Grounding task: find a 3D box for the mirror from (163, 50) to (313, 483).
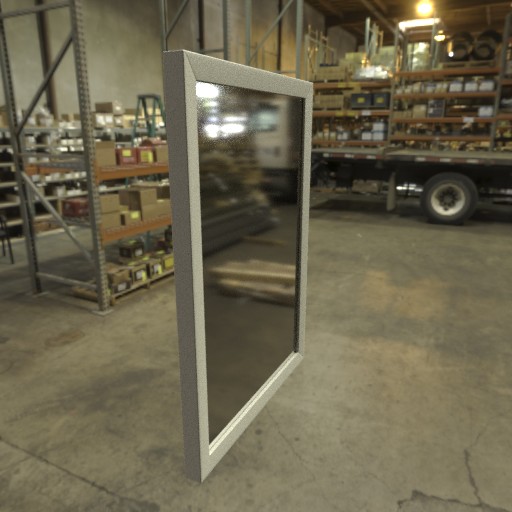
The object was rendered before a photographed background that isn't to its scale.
[{"bbox_3d":[0.000,0.000,0.918,0.040,0.710,0.507,8,18,26],"label":"mirror"}]
